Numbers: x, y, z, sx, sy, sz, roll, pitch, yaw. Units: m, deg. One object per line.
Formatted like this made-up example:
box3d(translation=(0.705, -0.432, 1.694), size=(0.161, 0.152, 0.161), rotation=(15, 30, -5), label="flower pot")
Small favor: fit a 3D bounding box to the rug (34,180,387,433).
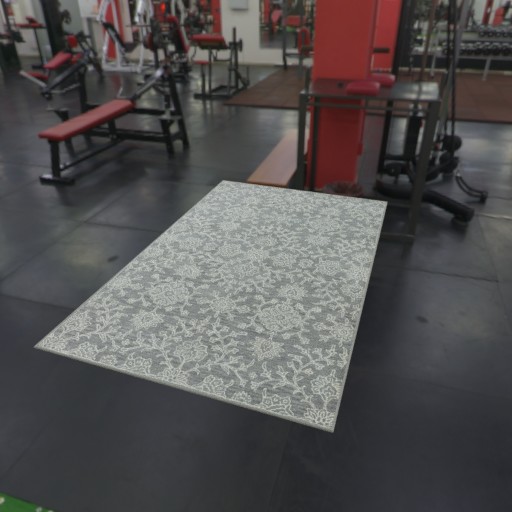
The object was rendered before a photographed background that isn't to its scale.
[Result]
box3d(translation=(0.000, 0.000, 2.996), size=(1.515, 0.010, 2.430), rotation=(10, 32, 17), label="rug")
